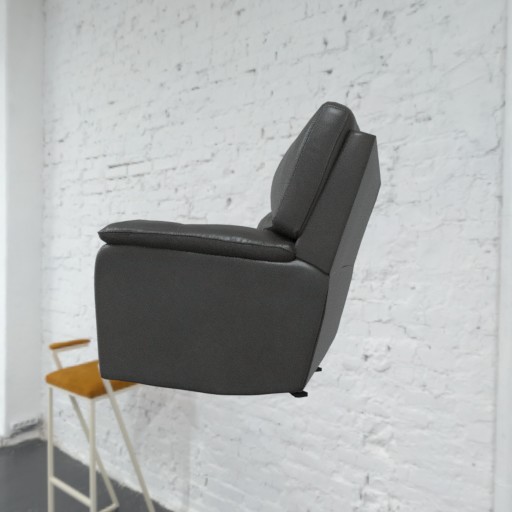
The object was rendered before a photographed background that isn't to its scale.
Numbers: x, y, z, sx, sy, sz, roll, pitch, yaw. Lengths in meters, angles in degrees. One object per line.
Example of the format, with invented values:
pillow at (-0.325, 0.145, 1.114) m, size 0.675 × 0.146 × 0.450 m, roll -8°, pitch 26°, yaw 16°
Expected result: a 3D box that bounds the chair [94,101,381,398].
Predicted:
chair at (0.000, 0.000, 2.031) m, size 1.087 × 1.109 × 1.096 m, roll 0°, pitch 0°, yaw 17°
